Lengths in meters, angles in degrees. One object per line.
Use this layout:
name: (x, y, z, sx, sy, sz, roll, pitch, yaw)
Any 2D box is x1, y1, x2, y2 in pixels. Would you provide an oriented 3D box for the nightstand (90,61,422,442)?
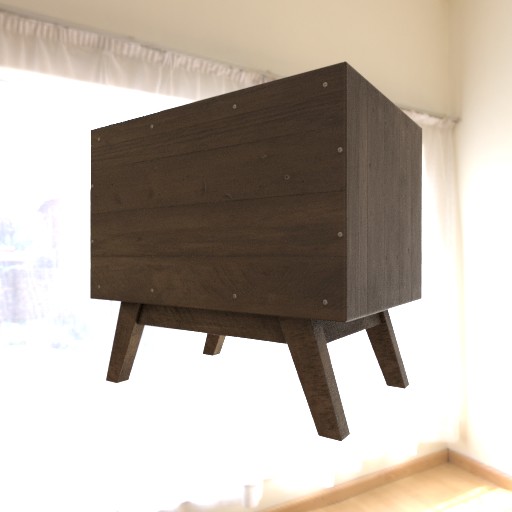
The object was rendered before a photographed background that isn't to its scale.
nightstand: (0.000, 0.000, 1.048, 0.650, 0.599, 0.450, 0, 0, 35)
